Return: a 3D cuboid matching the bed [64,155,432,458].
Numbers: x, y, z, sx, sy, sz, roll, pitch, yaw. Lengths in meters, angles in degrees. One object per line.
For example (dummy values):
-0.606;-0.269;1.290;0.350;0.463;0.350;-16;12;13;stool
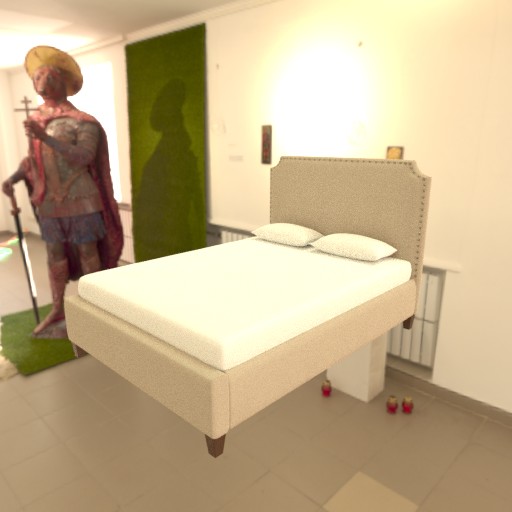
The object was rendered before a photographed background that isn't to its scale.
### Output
0.000;0.000;3.466;1.713;1.443;2.372;14;20;42;bed
